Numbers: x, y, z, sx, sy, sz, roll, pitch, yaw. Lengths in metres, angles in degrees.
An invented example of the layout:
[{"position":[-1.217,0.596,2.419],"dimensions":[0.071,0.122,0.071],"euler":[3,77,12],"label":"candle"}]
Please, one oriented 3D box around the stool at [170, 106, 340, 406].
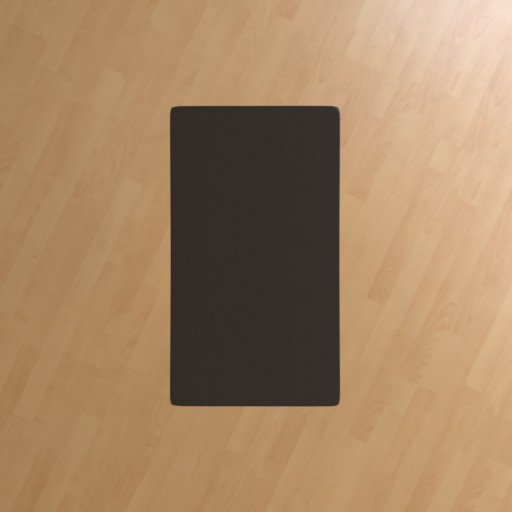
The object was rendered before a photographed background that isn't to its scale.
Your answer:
[{"position":[0.000,0.000,0.966],"dimensions":[0.322,0.742,0.406],"euler":[0,90,0],"label":"stool"}]
